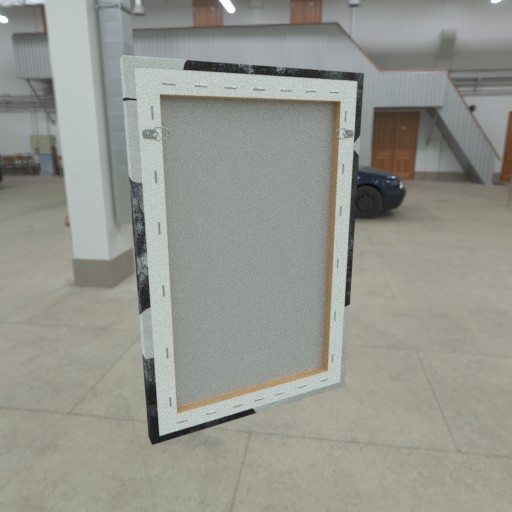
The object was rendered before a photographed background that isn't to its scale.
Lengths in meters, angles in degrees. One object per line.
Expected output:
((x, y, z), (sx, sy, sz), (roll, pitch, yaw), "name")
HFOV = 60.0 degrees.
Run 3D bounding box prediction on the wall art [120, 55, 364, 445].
((0.000, 0.000, 1.152), (0.610, 0.915, 0.041), (-8, 17, -26), "wall art")
